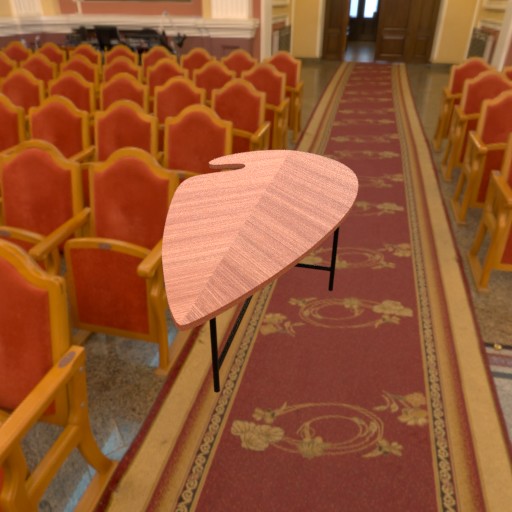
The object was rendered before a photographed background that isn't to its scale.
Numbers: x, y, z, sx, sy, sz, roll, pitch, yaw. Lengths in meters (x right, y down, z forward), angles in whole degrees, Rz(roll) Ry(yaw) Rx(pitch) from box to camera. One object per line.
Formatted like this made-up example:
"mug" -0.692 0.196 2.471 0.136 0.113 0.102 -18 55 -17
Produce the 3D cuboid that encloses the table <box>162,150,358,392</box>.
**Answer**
"table" 0.000 0.000 1.464 0.598 0.360 1.199 7 31 12
